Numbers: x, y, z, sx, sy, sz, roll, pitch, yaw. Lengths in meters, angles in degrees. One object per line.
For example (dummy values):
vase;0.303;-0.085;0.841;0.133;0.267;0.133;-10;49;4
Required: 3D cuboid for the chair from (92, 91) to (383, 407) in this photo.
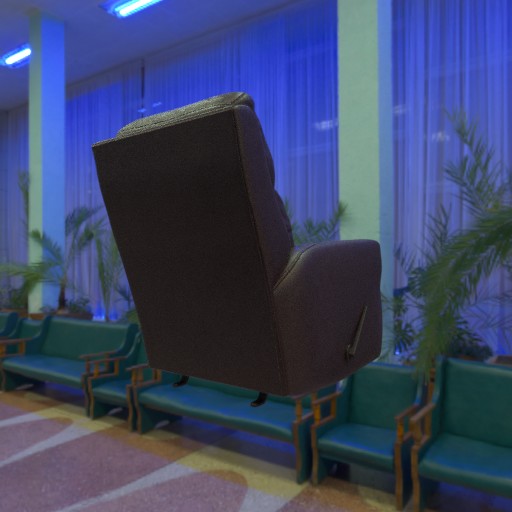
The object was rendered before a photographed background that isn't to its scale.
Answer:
chair;0.000;0.000;1.835;0.829;1.030;1.080;0;-1;37
